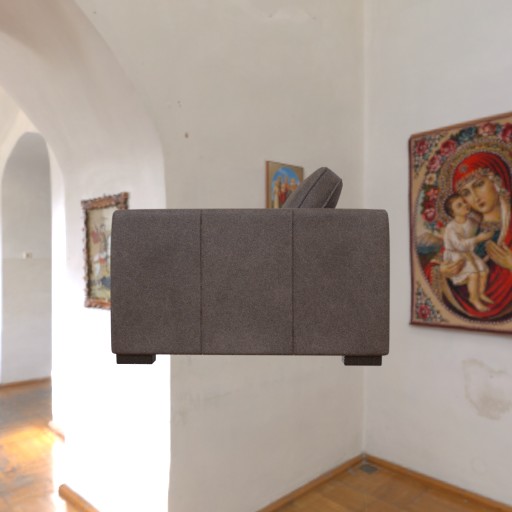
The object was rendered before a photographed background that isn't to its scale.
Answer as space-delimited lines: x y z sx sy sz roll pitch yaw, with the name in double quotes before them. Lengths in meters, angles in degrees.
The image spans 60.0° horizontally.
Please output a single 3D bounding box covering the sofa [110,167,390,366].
"sofa" 0.000 0.000 2.759 1.070 0.801 2.262 0 1 1
